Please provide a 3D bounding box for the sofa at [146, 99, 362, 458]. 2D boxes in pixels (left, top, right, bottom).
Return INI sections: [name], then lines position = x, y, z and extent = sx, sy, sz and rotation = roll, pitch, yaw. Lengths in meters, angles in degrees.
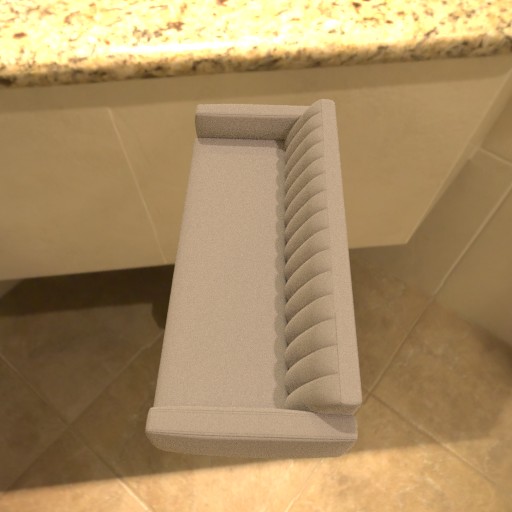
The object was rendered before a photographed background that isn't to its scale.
[sofa]
position = 0.000, 0.000, 2.762
extent = 0.990, 0.821, 2.291
rotation = 2, 58, 1
